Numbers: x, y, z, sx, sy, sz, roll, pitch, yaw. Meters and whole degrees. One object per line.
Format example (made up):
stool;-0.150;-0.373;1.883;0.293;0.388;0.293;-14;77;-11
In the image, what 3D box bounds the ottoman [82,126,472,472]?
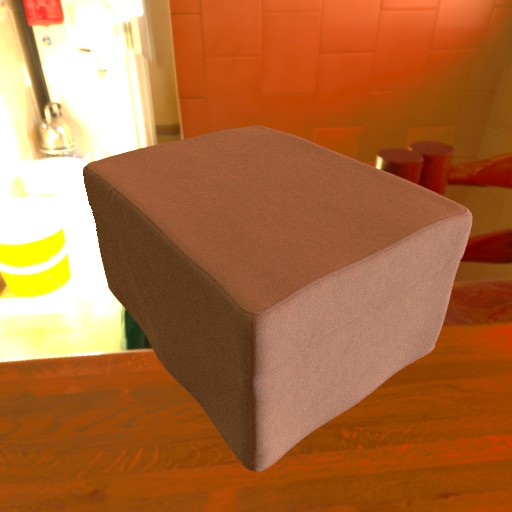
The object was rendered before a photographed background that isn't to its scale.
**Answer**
ottoman;0.000;0.000;1.233;0.648;0.461;0.833;-22;39;-30
